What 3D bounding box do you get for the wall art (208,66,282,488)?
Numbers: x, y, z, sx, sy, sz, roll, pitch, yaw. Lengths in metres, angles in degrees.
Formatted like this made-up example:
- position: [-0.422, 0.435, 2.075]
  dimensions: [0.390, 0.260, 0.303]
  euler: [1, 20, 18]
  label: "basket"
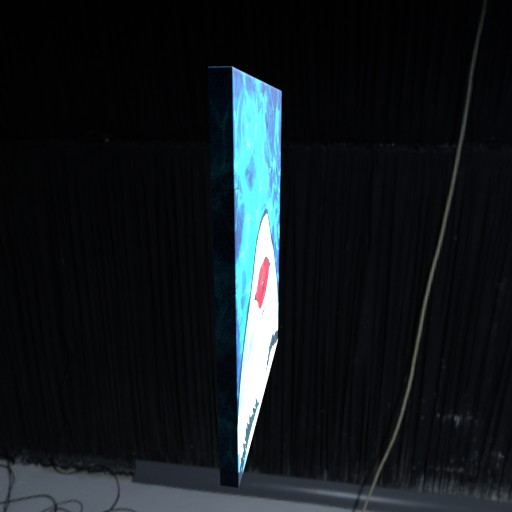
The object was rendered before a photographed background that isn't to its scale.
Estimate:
- position: [0.000, 0.000, 1.041]
  dimensions: [0.038, 0.760, 0.609]
  euler: [3, 17, 9]
  label: "wall art"
